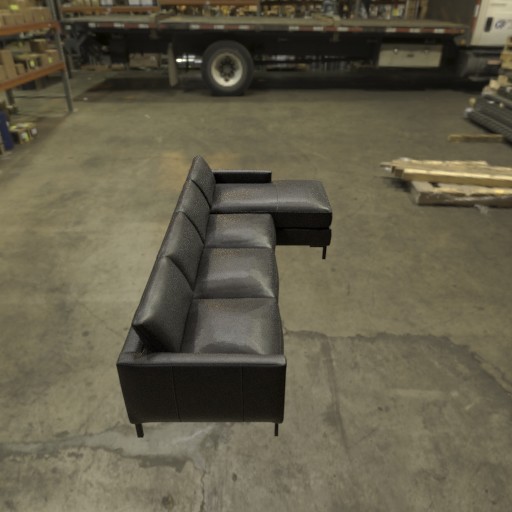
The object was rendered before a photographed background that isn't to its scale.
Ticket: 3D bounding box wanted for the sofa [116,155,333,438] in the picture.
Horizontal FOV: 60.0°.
[{"bbox_3d":[0.000,0.000,3.688,1.471,0.859,2.993,0,31,0],"label":"sofa"}]
